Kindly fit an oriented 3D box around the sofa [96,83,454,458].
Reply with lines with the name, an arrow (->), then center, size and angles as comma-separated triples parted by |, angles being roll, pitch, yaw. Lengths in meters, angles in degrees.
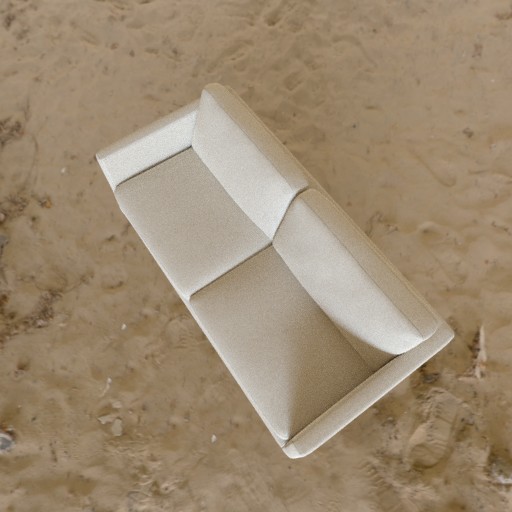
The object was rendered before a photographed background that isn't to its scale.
sofa -> 0.000, 0.000, 2.546 | 0.965, 0.889, 1.981 | -33, 69, -14
